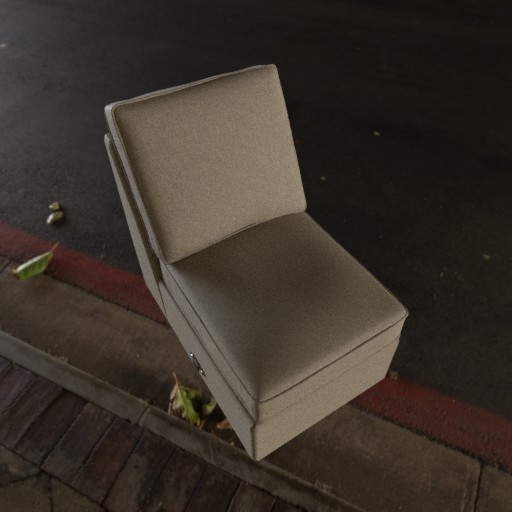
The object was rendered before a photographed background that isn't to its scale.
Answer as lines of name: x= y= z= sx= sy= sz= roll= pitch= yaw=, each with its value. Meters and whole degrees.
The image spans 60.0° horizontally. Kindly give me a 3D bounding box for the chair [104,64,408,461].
chair: x=0.000 y=0.000 z=1.663 sx=0.674 sy=1.058 sz=1.020 roll=-25 pitch=51 yaw=-22
